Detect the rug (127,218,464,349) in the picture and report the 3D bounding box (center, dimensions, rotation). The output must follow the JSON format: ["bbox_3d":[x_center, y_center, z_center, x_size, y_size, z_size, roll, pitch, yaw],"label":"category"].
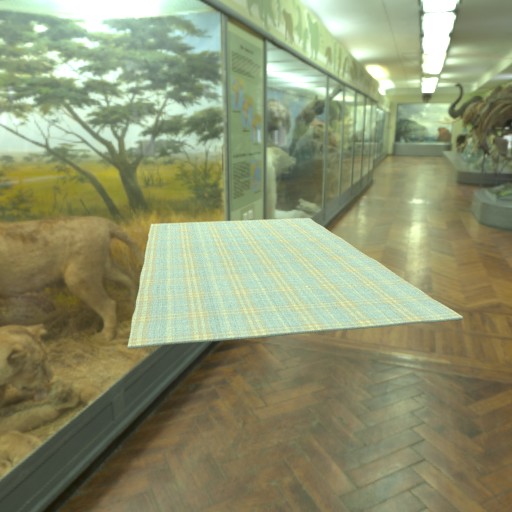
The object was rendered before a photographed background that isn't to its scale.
[{"bbox_3d":[0.000,0.000,3.112,1.545,0.016,2.460,-3,16,-10],"label":"rug"}]
